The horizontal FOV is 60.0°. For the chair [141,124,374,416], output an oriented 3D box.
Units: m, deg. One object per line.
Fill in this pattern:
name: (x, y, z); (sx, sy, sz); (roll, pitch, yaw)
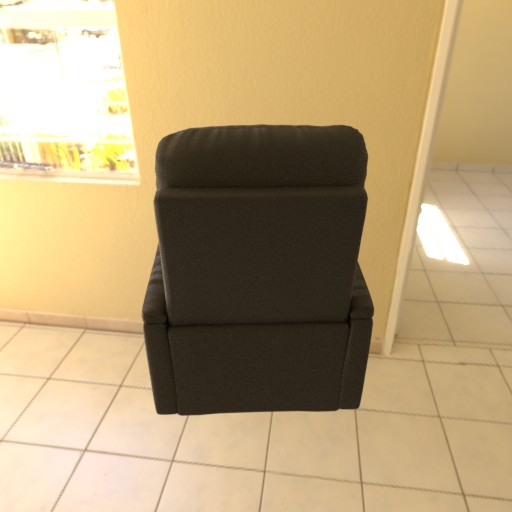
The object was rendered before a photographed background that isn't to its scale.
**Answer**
chair: (0.000, 0.000, 1.663); (0.775, 1.082, 0.831); (-1, 29, -2)
